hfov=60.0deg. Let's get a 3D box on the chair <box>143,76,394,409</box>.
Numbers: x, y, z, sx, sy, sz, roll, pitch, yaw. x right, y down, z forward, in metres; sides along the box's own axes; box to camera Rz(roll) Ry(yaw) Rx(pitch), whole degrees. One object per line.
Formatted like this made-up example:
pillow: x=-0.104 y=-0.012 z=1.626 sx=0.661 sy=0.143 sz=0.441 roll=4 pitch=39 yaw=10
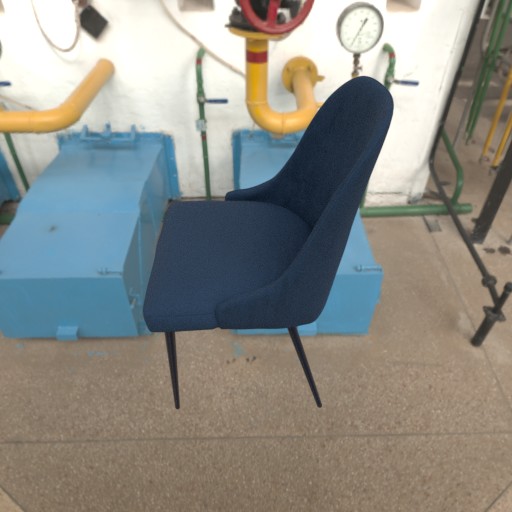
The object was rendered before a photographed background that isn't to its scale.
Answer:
chair: x=0.000 y=0.000 z=1.213 sx=0.559 sy=0.896 sz=0.478 roll=0 pitch=41 yaw=0
